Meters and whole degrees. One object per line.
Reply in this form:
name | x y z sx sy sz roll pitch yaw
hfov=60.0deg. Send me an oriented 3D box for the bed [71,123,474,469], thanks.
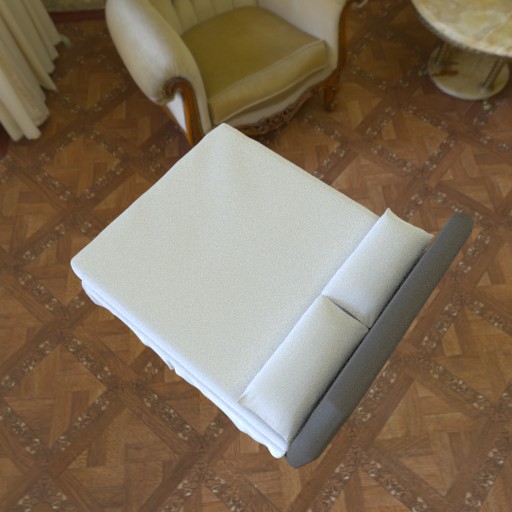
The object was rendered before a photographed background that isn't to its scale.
bed | 0.000 0.000 3.734 2.536 1.561 2.194 35 68 17
